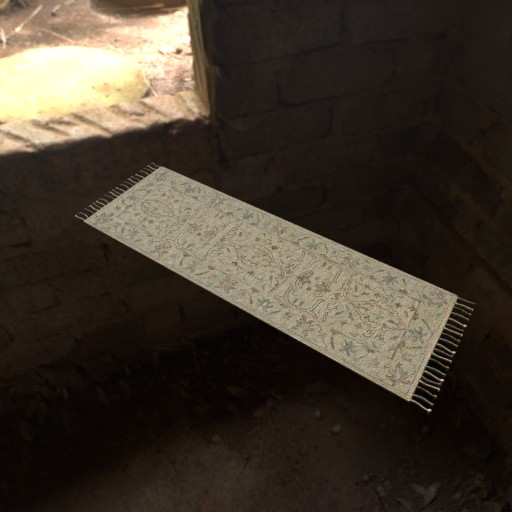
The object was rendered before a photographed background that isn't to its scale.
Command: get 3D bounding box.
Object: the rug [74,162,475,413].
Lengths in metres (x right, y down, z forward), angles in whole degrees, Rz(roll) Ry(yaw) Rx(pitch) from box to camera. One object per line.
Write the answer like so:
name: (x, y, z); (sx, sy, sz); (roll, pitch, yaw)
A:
rug: (0.000, 0.000, 2.720); (2.440, 0.013, 0.769); (26, 51, 23)
